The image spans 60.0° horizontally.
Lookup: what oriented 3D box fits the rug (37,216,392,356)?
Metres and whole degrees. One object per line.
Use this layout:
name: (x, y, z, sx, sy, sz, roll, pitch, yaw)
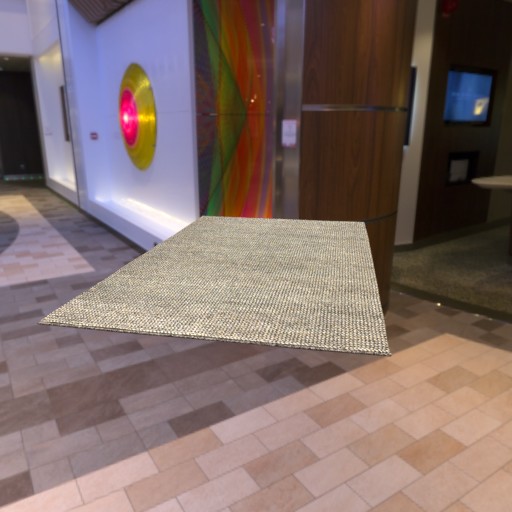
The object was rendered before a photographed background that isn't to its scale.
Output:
rug: (0.000, 0.000, 2.991, 1.538, 0.021, 2.443, 3, 17, 10)
